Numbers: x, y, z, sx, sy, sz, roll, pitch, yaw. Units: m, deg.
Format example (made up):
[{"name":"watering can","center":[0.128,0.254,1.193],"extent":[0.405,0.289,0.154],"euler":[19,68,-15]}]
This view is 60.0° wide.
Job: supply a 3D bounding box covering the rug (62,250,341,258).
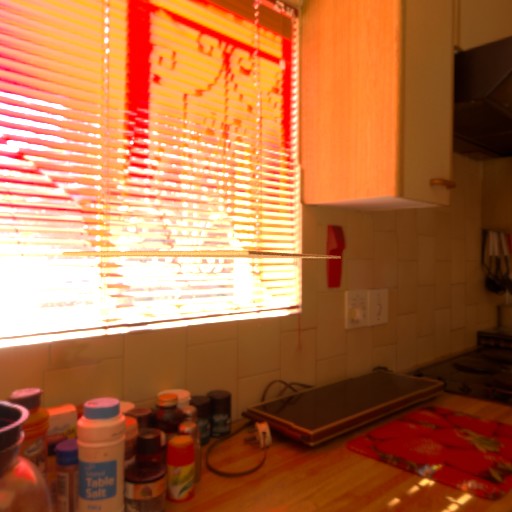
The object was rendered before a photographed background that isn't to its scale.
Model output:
[{"name":"rug","center":[0.000,0.000,2.498],"extent":[0.678,0.014,2.276],"euler":[0,-1,18]}]
